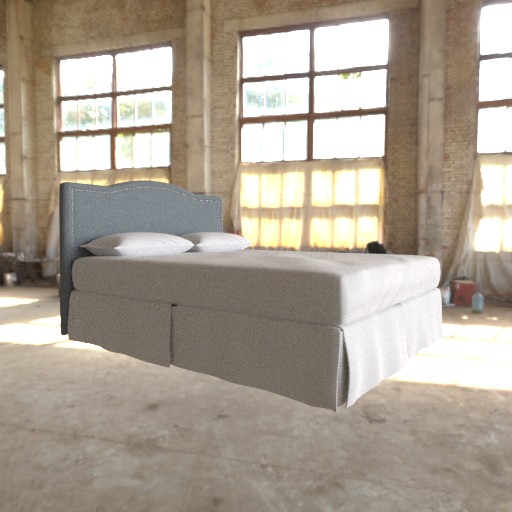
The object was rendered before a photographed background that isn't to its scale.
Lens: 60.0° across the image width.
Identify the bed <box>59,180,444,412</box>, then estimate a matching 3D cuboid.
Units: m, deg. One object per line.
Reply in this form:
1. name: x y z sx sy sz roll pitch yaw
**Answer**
1. bed: 0.000 0.000 3.840 2.689 1.457 2.161 2 4 36
